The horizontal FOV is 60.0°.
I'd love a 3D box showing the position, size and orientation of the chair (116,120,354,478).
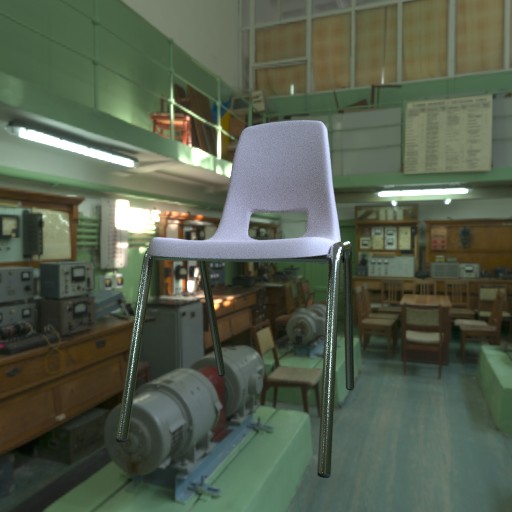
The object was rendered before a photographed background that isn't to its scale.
[{"bbox_3d":[0.000,0.000,0.914,0.381,0.653,0.436,1,2,19],"label":"chair"}]
